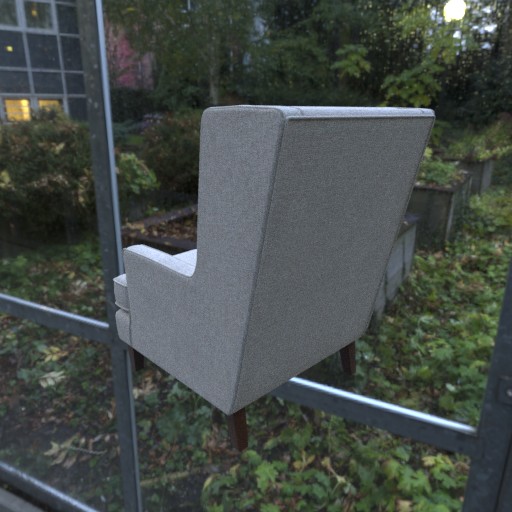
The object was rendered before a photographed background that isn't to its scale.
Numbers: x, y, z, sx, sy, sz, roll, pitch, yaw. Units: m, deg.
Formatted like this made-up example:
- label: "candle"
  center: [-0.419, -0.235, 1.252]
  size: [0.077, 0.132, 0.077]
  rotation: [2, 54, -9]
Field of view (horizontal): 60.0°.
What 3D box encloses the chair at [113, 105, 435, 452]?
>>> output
- label: "chair"
  center: [0.000, 0.000, 1.700]
  size: [0.764, 1.082, 0.948]
  rotation: [-17, 24, -42]
